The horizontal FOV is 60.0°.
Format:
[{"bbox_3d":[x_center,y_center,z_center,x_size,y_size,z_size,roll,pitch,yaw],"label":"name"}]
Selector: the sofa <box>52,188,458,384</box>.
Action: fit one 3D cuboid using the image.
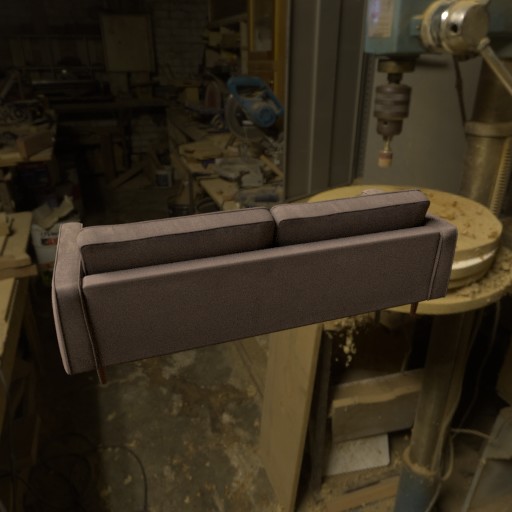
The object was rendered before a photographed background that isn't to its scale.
[{"bbox_3d":[0.000,0.000,2.751,2.295,0.813,0.923,-9,27,-17],"label":"sofa"}]
